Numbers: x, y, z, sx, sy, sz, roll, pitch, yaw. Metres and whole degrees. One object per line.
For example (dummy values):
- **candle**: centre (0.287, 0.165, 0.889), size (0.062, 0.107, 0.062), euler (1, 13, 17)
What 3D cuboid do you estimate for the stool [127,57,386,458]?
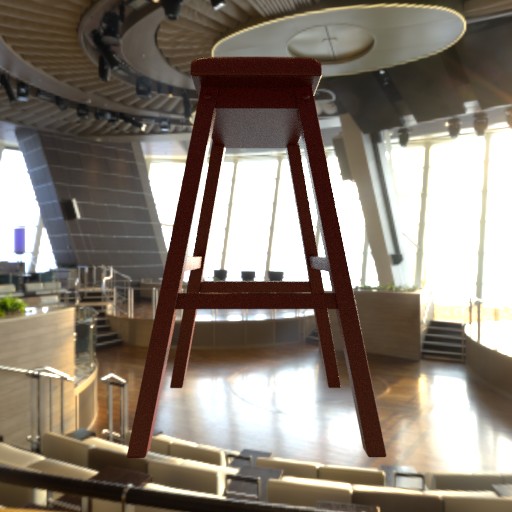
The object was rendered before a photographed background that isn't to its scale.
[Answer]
- **stool**: centre (0.000, 0.000, 1.038), size (0.476, 0.737, 0.457), euler (0, 0, 0)
